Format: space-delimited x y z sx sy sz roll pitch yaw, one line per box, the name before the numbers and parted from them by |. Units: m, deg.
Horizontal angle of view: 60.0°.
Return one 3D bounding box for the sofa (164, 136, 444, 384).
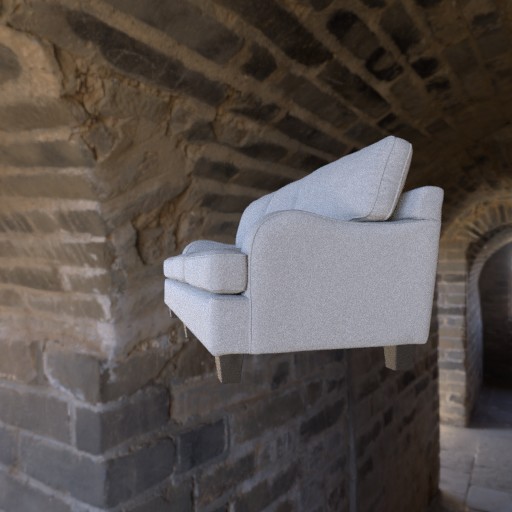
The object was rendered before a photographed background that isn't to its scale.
sofa | 0.000 0.000 2.826 1.016 0.997 2.323 0 -1 -16
